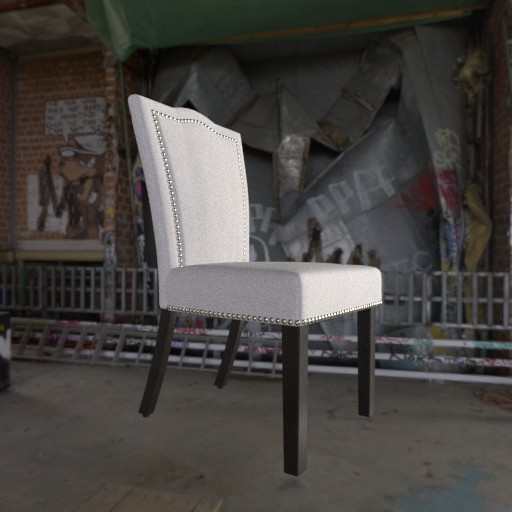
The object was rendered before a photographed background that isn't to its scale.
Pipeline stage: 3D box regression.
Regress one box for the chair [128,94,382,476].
[{"bbox_3d":[0.000,0.000,1.293,0.589,0.946,0.518,0,0,35],"label":"chair"}]
